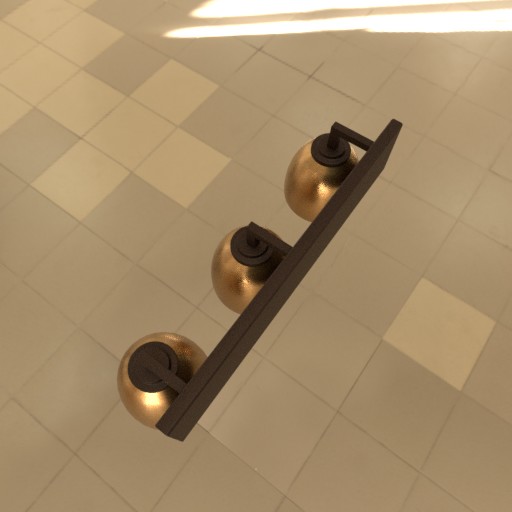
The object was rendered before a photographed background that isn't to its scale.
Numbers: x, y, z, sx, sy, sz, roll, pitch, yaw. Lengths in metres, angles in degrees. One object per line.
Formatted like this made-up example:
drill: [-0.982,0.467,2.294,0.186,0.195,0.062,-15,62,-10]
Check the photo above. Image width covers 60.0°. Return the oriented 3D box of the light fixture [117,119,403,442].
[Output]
light fixture: [0.000,0.000,0.685,0.157,0.204,0.582,33,69,15]
